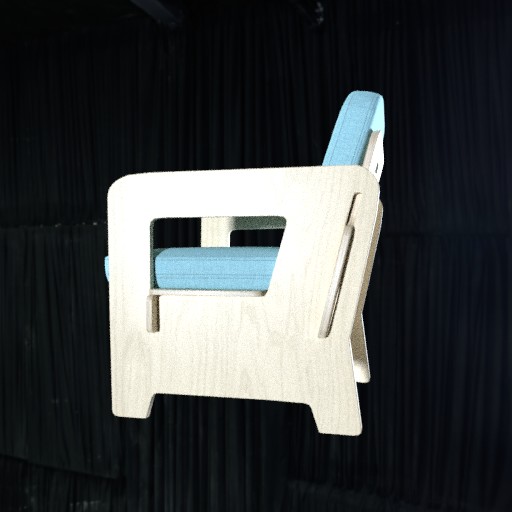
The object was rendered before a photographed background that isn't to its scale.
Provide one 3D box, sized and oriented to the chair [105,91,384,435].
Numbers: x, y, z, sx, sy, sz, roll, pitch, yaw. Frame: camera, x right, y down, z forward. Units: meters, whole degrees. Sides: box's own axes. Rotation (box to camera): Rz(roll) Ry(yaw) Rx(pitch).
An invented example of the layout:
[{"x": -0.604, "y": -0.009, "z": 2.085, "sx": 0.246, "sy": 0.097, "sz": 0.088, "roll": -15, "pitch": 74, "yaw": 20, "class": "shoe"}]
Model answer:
[{"x": 0.000, "y": 0.000, "z": 1.281, "sx": 0.710, "sy": 0.800, "sz": 0.590, "roll": 0, "pitch": 0, "yaw": 17, "class": "chair"}]
